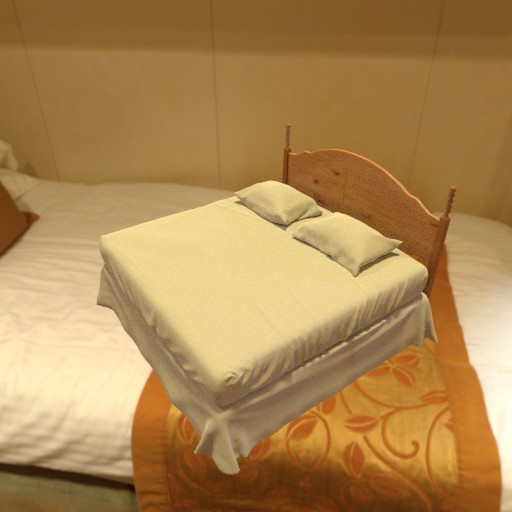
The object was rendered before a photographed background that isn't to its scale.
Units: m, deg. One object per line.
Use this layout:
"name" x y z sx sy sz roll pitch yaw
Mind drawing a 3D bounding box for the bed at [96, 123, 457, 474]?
"bed" 0.000 0.000 3.633 2.219 1.355 2.322 -21 39 -29
